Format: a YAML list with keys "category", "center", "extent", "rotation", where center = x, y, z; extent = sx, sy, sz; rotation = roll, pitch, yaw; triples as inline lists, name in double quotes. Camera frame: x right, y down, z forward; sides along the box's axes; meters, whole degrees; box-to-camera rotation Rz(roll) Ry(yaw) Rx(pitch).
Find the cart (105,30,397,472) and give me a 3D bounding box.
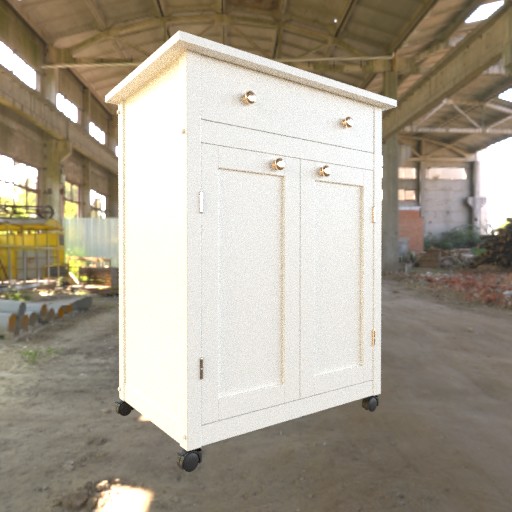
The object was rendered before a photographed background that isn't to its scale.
- category: "cart"
  center: [0.000, 0.000, 1.223]
  extent: [0.683, 0.864, 0.442]
  rotation: [-1, 1, -36]
